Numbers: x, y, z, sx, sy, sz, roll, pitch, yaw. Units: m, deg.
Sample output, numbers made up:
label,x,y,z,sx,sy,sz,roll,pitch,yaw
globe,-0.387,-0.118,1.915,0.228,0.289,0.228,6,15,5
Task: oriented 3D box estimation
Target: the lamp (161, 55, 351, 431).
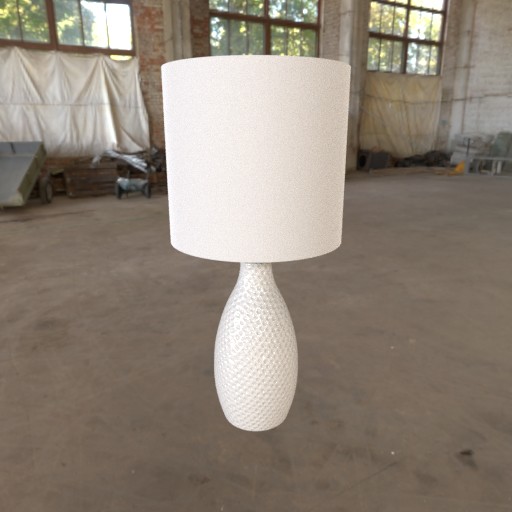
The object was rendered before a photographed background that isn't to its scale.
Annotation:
label,x,y,z,sx,sy,sz,roll,pitch,yaw
lamp,0.000,0.000,0.575,0.214,0.466,0.214,-3,17,-10
